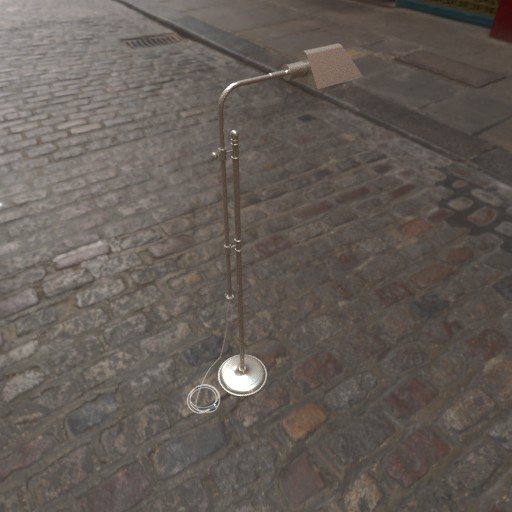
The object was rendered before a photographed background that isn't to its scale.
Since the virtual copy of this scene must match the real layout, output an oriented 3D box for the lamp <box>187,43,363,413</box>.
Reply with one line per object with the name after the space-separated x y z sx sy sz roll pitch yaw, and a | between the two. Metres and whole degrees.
0.000 0.000 1.876 0.813 1.571 0.256 -24 46 -26 | lamp
